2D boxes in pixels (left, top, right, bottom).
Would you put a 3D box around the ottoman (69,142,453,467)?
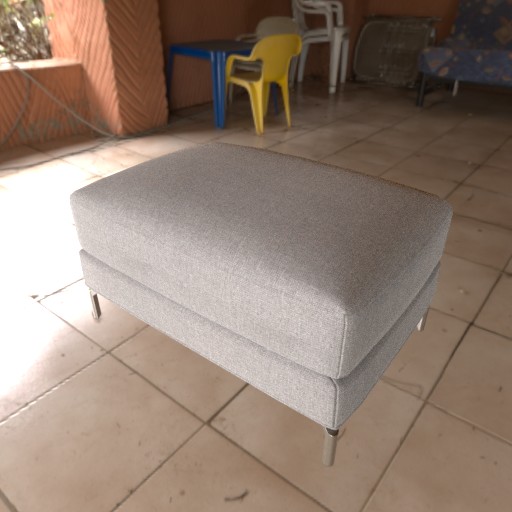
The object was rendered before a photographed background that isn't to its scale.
[{"bbox_3d":[0.000,0.000,1.191,0.838,0.457,0.584,22,37,31],"label":"ottoman"}]
